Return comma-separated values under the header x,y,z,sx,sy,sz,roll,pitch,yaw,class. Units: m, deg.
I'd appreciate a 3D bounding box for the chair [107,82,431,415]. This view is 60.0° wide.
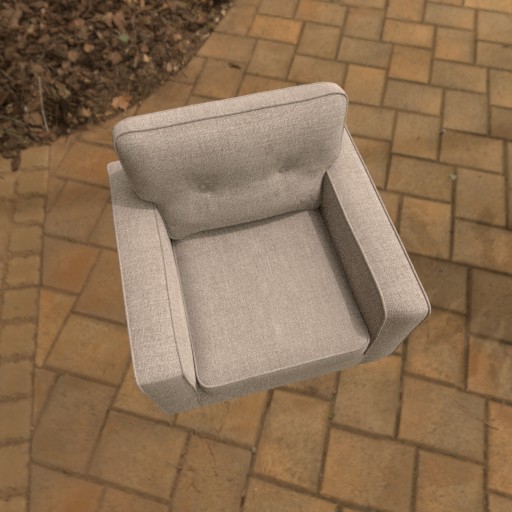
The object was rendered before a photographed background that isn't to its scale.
x,y,z,sx,sy,sz,roll,pitch,yaw,class
0.000,0.000,1.758,1.015,0.965,0.939,-13,63,-7,chair
